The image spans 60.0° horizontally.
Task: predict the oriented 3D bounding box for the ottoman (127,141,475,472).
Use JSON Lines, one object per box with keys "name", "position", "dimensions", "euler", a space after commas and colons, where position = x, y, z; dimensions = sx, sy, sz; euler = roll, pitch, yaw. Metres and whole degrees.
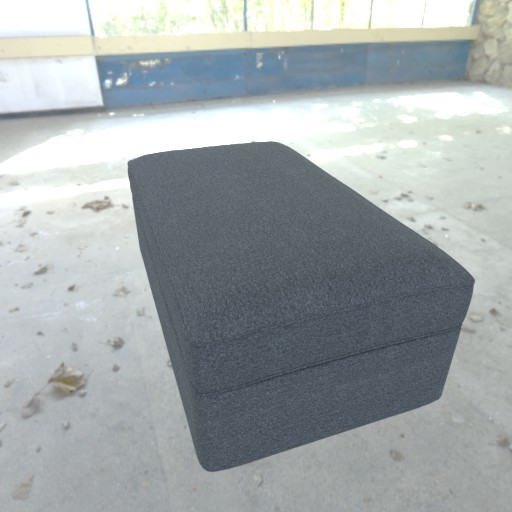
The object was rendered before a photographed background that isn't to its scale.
{"name": "ottoman", "position": [0.000, 0.000, 1.473], "dimensions": [0.681, 0.494, 1.173], "euler": [-10, 32, -17]}
